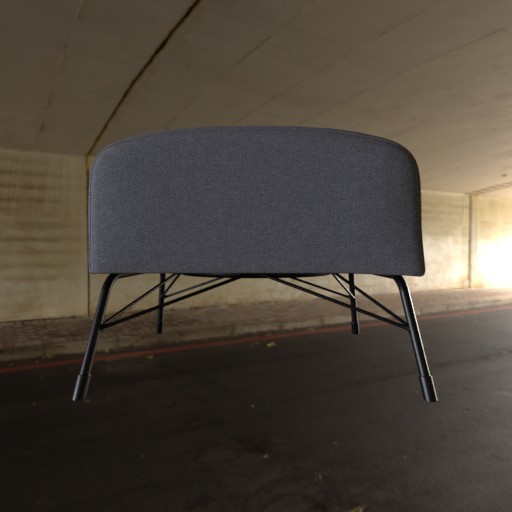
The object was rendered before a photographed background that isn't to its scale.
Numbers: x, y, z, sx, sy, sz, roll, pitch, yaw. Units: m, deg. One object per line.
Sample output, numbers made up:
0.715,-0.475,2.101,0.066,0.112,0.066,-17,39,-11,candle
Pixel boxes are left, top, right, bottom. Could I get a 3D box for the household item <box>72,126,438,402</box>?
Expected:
0.000,0.000,0.897,0.530,0.410,0.530,0,1,1,household item
